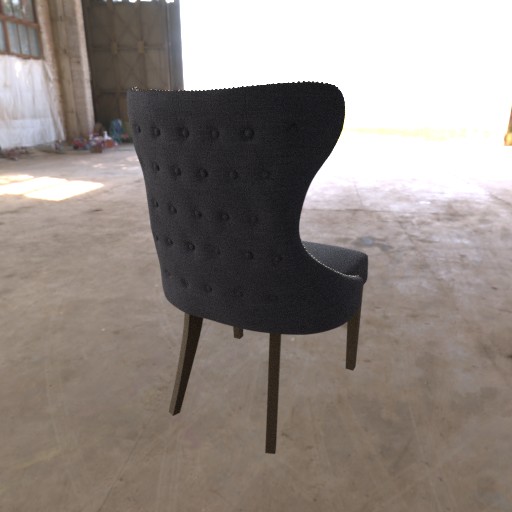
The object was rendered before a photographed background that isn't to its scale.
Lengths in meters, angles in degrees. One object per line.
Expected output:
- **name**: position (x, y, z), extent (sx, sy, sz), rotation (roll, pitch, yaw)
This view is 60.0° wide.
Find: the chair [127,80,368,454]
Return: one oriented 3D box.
- **chair**: position (0.000, 0.000, 1.353), extent (0.628, 0.967, 0.635), rotation (10, 21, 27)
